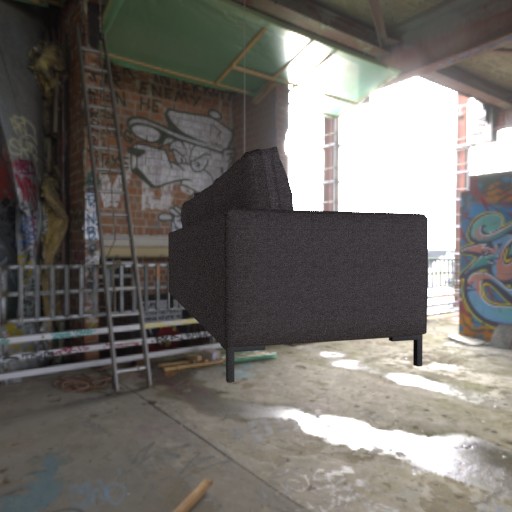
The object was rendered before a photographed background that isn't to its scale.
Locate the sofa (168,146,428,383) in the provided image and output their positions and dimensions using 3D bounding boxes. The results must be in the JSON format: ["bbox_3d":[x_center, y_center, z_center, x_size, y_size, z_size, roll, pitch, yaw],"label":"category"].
[{"bbox_3d":[0.000,0.000,2.753,0.876,0.882,2.253,0,1,-16],"label":"sofa"}]
